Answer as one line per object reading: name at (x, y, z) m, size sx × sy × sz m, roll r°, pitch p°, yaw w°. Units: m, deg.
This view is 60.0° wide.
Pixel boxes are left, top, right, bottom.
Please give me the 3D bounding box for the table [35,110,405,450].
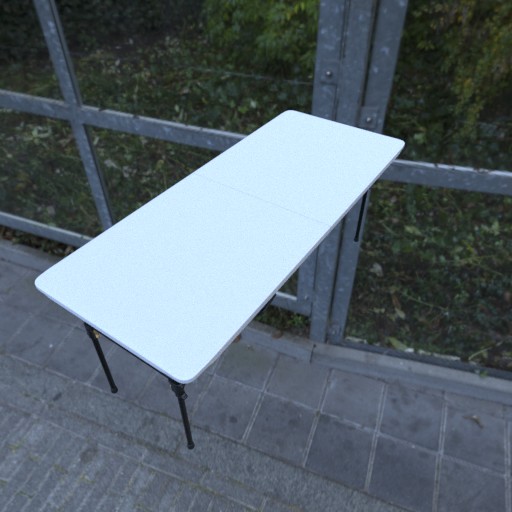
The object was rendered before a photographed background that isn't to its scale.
table at (0.000, 0.000, 2.259) m, size 0.761 × 0.719 × 1.829 m, roll 24°, pitch 47°, yaw 25°
